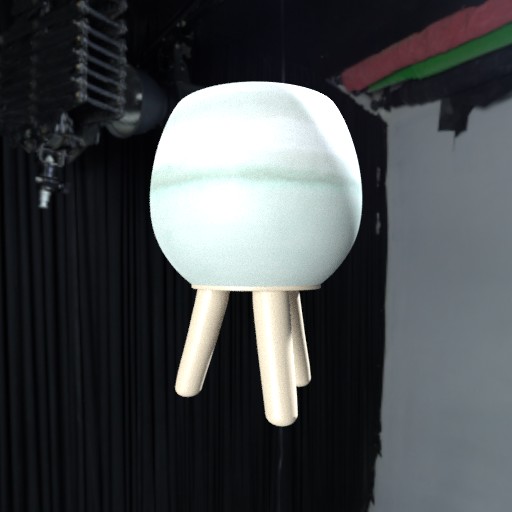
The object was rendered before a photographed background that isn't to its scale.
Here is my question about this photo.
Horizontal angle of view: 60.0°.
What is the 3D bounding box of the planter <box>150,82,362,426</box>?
[{"bbox_3d":[0.000,0.000,0.346,0.161,0.224,0.161,0,-1,0],"label":"planter"}]
